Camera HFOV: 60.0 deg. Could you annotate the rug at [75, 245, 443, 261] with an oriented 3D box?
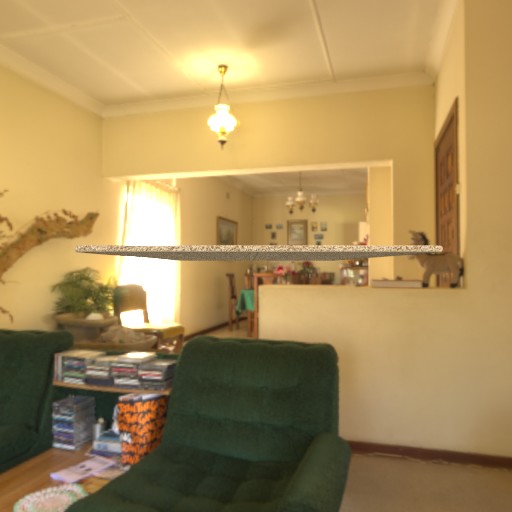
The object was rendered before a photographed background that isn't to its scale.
[{"bbox_3d":[0.000,0.000,3.036,1.524,0.030,2.438,0,-1,-1],"label":"rug"}]
